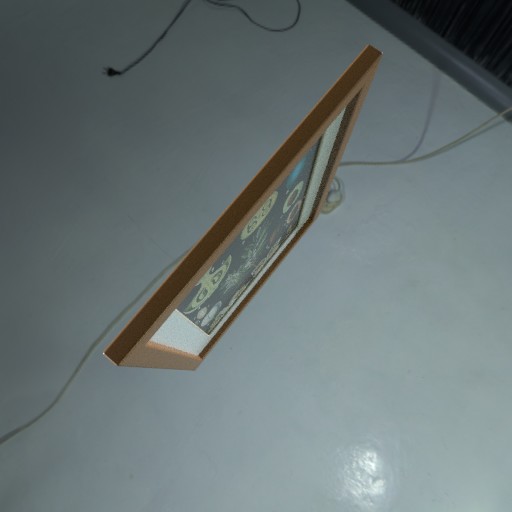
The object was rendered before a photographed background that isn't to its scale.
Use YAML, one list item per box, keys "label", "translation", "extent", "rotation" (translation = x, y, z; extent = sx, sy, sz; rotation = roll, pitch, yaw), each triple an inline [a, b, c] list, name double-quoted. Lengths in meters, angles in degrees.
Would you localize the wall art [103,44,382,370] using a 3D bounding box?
- label: "wall art"
  translation: [0.000, 0.000, 0.506]
  extent: [0.015, 0.379, 0.310]
  rotation: [37, 78, 9]
